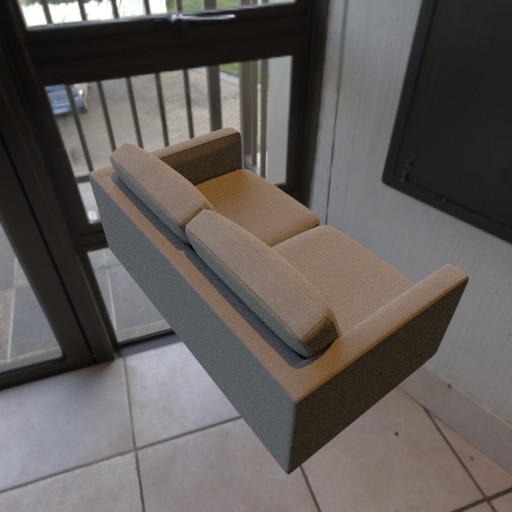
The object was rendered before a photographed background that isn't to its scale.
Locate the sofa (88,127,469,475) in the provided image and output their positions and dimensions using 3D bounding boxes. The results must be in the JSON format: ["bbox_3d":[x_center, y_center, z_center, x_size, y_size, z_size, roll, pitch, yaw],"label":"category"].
[{"bbox_3d":[0.000,0.000,2.298,1.000,0.900,1.731,-27,48,-27],"label":"sofa"}]
